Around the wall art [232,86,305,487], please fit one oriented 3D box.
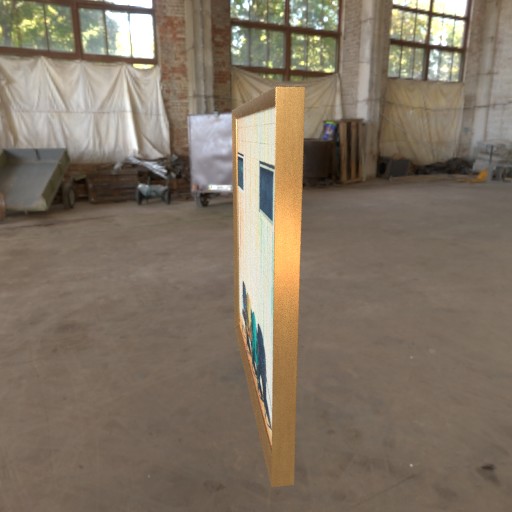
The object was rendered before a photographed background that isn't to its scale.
[{"bbox_3d":[0.000,0.000,0.461,0.019,0.302,0.302,-2,16,-8],"label":"wall art"}]
